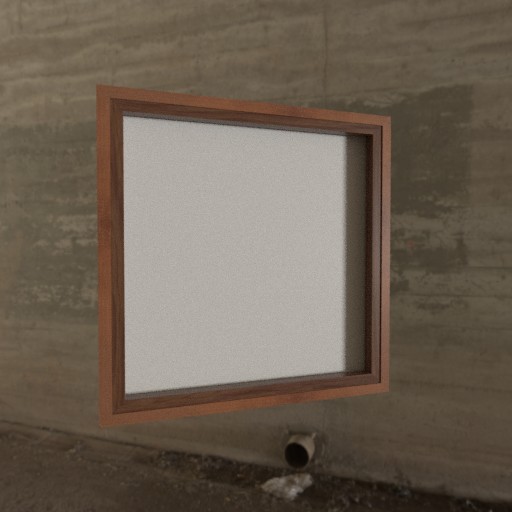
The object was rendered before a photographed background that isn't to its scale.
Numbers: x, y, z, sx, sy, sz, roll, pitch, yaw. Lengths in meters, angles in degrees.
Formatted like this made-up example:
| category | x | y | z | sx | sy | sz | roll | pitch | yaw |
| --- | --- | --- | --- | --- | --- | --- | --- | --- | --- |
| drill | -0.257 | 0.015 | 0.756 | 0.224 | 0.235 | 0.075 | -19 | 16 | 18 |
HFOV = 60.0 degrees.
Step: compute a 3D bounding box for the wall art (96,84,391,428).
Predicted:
| category | x | y | z | sx | sy | sz | roll | pitch | yaw |
| --- | --- | --- | --- | --- | --- | --- | --- | --- | --- |
| wall art | 0.000 | 0.000 | 0.600 | 0.403 | 0.403 | 0.035 | 0 | 1 | -19 |
